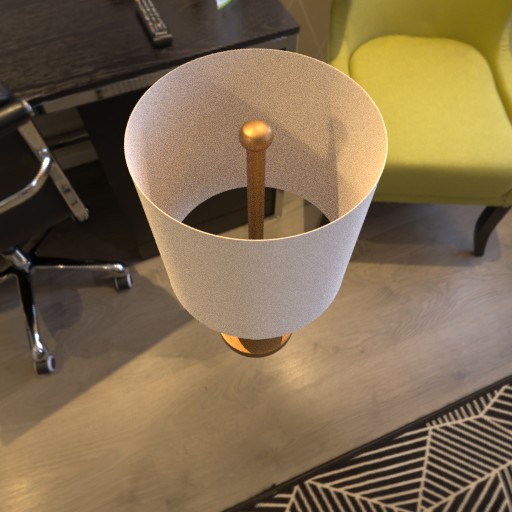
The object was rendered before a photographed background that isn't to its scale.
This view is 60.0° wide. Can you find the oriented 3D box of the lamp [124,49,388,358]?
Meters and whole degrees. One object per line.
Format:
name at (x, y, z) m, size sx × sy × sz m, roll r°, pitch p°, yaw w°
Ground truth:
lamp at (0.000, 0.000, 0.530) m, size 0.210 × 0.410 × 0.210 m, roll 33°, pitch 65°, yaw 17°
